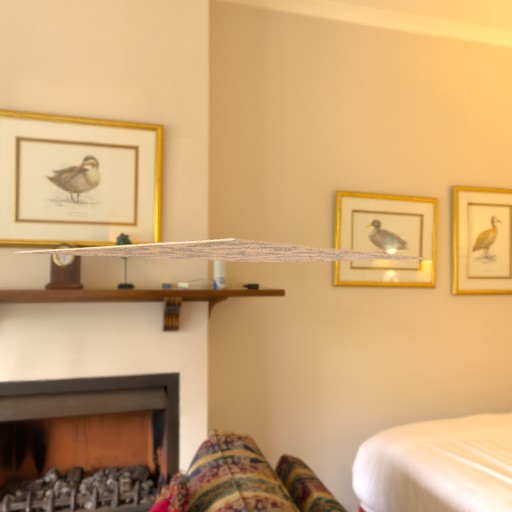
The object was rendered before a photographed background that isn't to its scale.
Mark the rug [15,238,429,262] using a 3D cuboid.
[{"bbox_3d":[0.000,0.000,2.827,1.522,0.008,2.284,-2,-3,36],"label":"rug"}]
